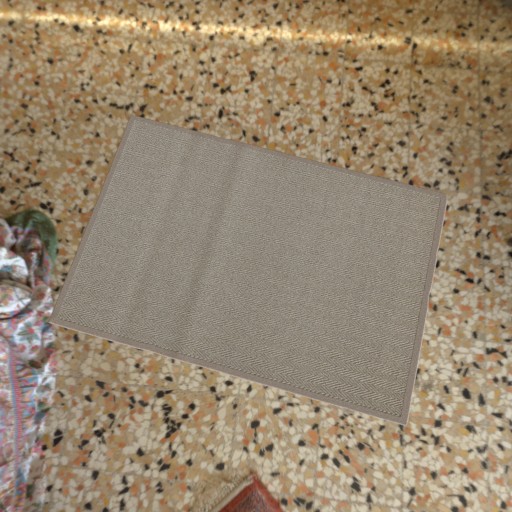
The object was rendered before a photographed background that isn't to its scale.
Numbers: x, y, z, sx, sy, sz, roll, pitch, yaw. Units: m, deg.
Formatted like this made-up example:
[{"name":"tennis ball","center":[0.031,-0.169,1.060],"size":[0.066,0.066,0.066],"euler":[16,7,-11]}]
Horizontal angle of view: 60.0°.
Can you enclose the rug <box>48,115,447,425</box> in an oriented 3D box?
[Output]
[{"name":"rug","center":[0.000,0.000,2.905],"size":[2.290,0.021,1.540],"euler":[15,76,4]}]
